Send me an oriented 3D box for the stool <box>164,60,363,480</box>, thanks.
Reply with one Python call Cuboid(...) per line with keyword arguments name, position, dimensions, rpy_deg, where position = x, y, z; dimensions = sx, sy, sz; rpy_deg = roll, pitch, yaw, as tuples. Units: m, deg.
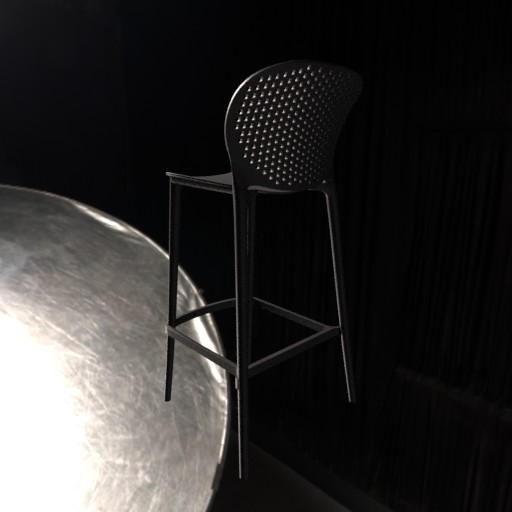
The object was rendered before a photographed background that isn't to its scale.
Cuboid(name="stool", position=(0.000, 0.000, 1.369), dimensions=(0.536, 1.045, 0.535), rpy_deg=(-13, 19, -43))
